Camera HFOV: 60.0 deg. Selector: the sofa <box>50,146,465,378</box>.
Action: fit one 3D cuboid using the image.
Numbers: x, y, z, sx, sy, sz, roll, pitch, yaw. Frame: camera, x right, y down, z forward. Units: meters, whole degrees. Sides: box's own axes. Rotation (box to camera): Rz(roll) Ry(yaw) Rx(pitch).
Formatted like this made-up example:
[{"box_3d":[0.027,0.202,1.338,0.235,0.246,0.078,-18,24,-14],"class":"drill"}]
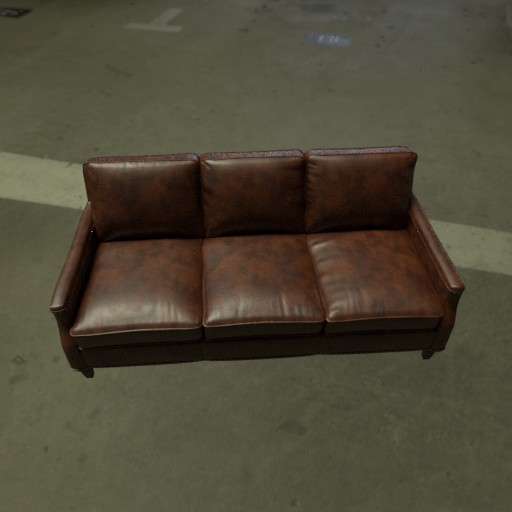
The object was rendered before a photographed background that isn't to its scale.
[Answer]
[{"box_3d":[0.000,0.000,2.761,2.240,1.003,1.084,-3,45,-3],"class":"sofa"}]
